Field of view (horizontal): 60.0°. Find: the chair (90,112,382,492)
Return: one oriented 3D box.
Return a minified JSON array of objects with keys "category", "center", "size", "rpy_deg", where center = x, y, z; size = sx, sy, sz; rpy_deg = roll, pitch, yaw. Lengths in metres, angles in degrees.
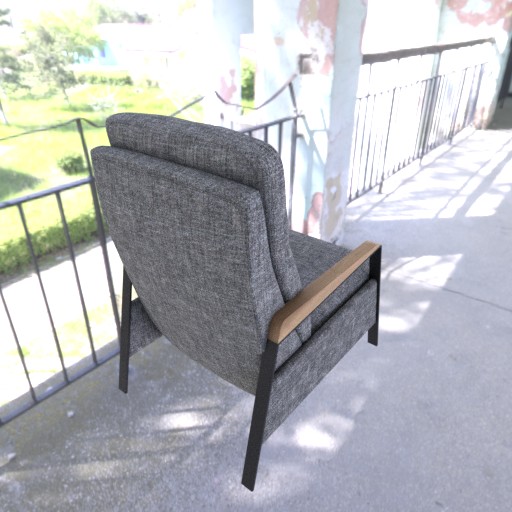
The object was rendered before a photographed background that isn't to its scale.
[{"category":"chair","center":[0.000,0.000,1.577],"size":[0.671,1.042,0.868],"rpy_deg":[22,36,33]}]
